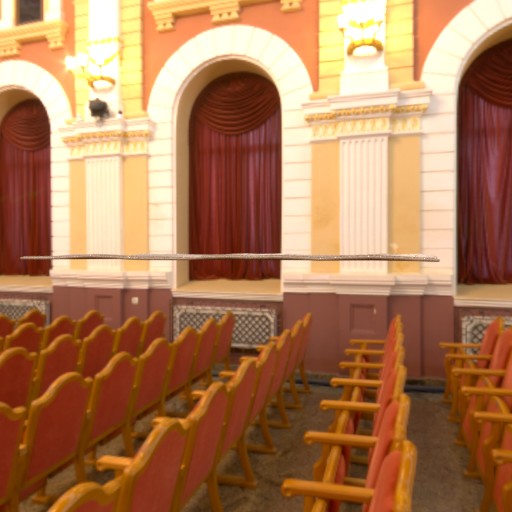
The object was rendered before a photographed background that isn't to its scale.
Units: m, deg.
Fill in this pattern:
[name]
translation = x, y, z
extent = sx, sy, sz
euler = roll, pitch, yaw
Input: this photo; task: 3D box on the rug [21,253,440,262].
[rug]
translation = 0.000, 0.000, 0.884
extent = 0.642, 0.008, 0.551
euler = 0, 1, 18
